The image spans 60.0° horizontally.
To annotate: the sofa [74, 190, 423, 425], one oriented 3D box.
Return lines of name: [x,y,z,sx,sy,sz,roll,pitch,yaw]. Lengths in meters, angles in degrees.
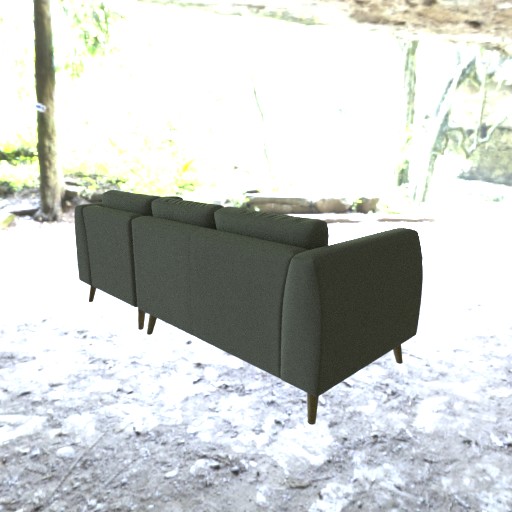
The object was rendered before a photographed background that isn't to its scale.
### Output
sofa: [0.000,0.000,3.061,1.580,0.860,2.300,-14,19,-43]
